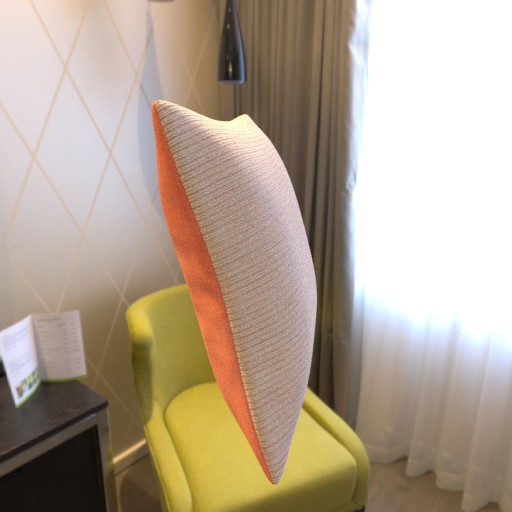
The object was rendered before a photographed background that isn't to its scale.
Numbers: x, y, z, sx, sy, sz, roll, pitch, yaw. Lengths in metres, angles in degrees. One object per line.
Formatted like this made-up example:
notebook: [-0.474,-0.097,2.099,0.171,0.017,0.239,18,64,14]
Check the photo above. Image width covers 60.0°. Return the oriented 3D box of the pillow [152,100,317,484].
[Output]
pillow: [0.000,0.000,0.638,0.177,0.401,0.424,3,16,9]
